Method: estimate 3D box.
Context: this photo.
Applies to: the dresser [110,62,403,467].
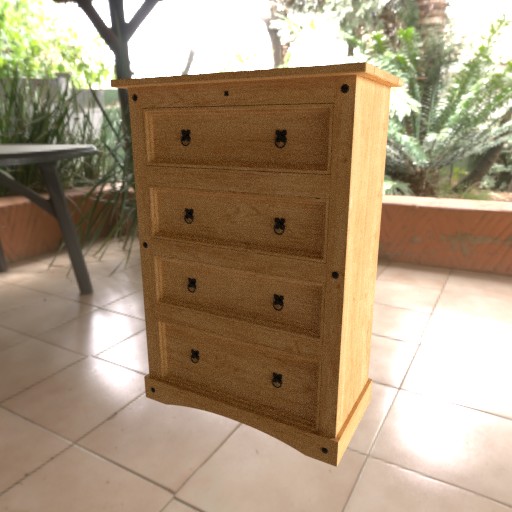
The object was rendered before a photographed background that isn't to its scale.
[{"bbox_3d":[0.000,0.000,1.739,0.915,1.300,0.485,9,18,27],"label":"dresser"}]
